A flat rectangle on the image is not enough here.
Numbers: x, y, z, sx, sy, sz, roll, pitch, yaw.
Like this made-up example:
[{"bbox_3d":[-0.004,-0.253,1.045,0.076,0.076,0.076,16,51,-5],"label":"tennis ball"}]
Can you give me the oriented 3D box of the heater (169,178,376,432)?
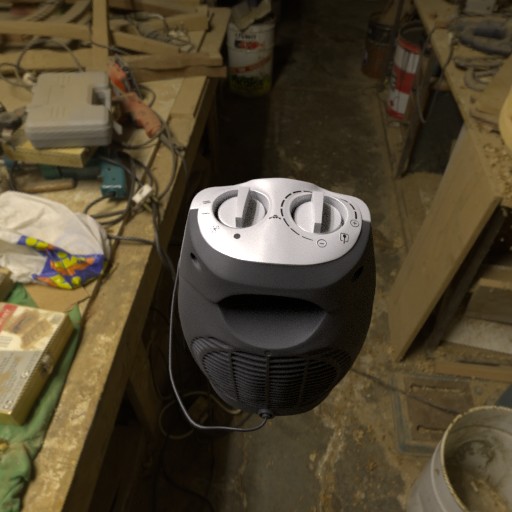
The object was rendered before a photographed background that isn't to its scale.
[{"bbox_3d":[0.000,0.000,0.477,0.239,0.240,0.291,4,47,4],"label":"heater"}]
